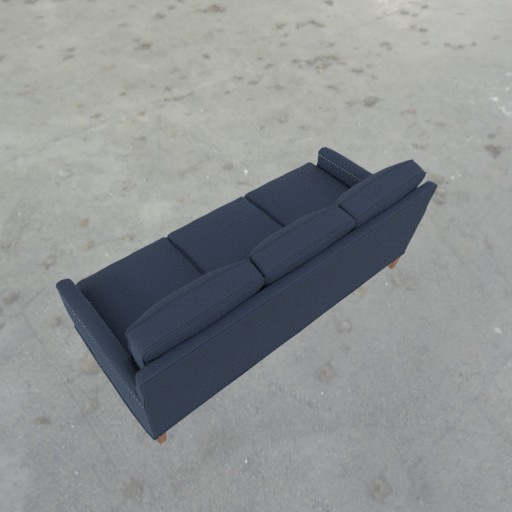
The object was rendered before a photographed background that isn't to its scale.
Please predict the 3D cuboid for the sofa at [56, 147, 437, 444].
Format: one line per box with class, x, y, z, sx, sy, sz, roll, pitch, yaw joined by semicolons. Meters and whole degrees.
sofa;0.000;0.000;2.880;2.246;1.003;1.084;-31;54;-26
